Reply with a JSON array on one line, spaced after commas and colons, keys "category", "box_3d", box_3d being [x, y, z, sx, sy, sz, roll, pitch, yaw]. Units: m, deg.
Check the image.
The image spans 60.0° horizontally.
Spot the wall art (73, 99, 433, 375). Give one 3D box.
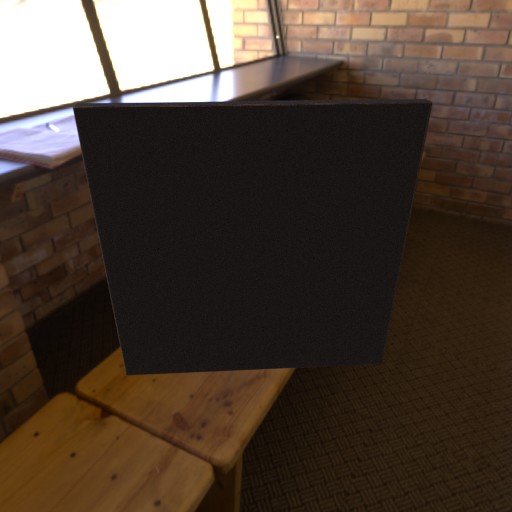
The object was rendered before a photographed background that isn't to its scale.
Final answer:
[{"category": "wall art", "box_3d": [0.000, 0.000, 0.456, 0.304, 0.303, 0.015, -2, 30, -3]}]
